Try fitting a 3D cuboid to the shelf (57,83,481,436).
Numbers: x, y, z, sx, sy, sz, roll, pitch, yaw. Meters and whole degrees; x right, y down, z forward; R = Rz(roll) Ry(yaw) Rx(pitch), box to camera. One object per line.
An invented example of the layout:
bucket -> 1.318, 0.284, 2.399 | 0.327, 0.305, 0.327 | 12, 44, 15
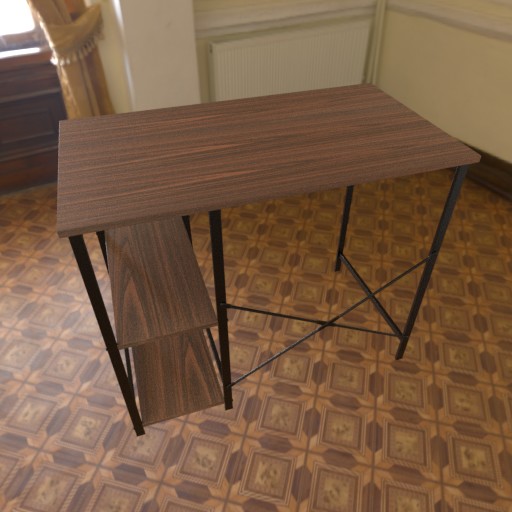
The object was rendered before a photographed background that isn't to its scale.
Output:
shelf -> 0.000, 0.000, 1.309 | 0.902, 0.750, 0.498 | -12, 42, -14
